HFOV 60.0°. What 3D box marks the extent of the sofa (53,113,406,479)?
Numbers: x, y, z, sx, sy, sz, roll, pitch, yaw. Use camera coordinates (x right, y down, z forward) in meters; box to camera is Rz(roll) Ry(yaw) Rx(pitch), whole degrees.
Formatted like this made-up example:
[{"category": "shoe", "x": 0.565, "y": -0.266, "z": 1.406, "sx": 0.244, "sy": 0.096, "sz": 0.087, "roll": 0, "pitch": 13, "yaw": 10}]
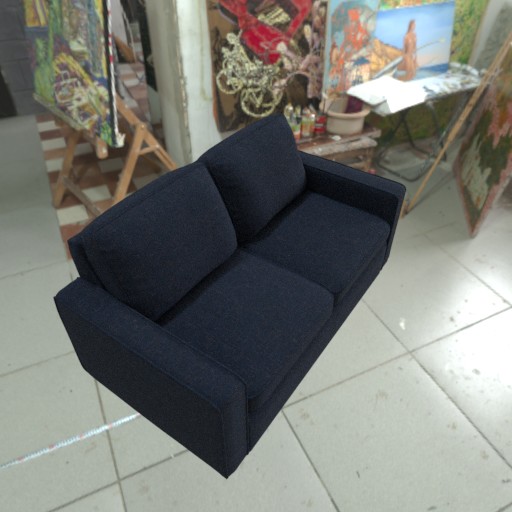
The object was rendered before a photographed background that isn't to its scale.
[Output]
[{"category": "sofa", "x": 0.000, "y": 0.000, "z": 2.273, "sx": 0.947, "sy": 0.918, "sz": 1.709, "roll": 25, "pitch": 47, "yaw": 26}]
